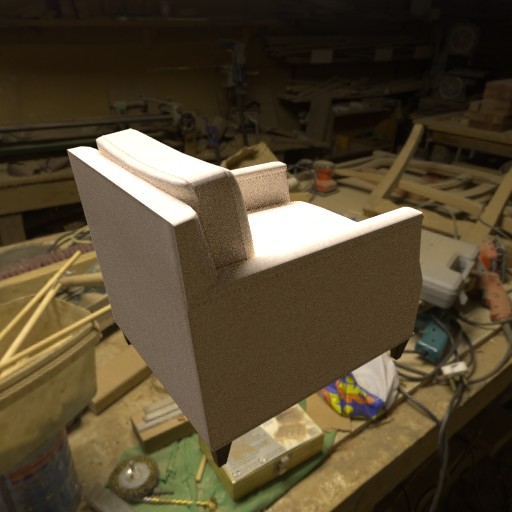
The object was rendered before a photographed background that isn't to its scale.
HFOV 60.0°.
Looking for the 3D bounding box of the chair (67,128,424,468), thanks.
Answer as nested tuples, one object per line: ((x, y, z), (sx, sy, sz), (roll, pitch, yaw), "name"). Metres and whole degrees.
((0.000, 0.000, 1.708), (1.041, 0.940, 0.838), (-18, 33, -31), "chair")
